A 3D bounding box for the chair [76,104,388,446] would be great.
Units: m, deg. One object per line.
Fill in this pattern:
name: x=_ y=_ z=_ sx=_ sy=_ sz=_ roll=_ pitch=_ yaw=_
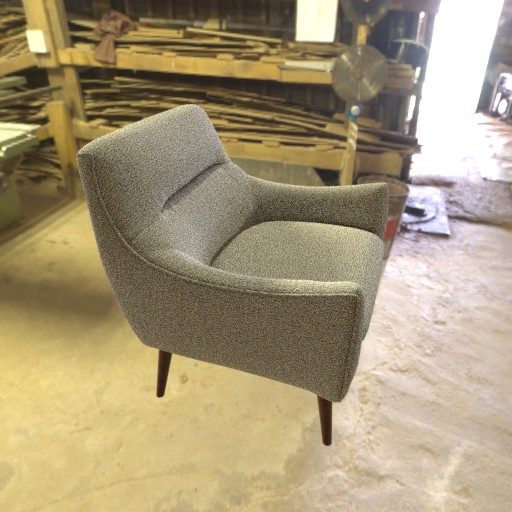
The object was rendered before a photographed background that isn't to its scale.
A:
chair: x=0.000 y=0.000 z=1.444 sx=0.787 sy=0.838 sz=0.762 roll=10 pitch=31 yaw=17
